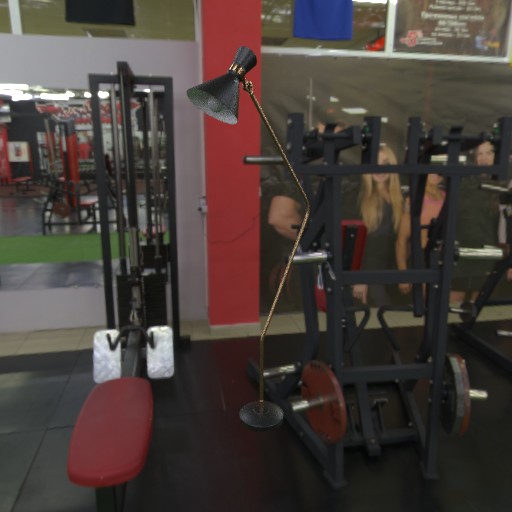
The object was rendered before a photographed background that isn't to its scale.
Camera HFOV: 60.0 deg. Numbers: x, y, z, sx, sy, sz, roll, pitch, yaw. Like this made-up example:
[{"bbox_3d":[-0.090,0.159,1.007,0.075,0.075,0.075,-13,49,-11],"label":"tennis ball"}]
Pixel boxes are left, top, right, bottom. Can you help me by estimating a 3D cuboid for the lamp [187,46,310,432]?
[{"bbox_3d":[0.000,0.000,1.649,0.467,1.438,0.277,-2,14,-8],"label":"lamp"}]
